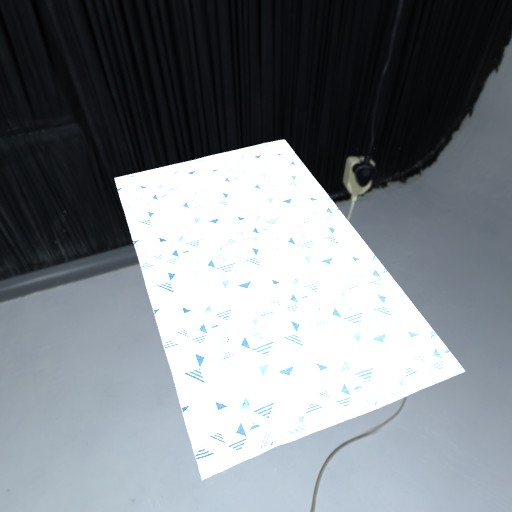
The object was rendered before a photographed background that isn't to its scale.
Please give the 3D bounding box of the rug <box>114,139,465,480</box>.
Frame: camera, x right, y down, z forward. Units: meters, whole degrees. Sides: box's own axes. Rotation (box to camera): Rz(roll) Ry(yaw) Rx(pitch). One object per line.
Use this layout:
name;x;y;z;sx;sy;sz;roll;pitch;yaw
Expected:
rug;0.000;0.000;3.021;1.512;0.009;2.457;-16;50;-14
